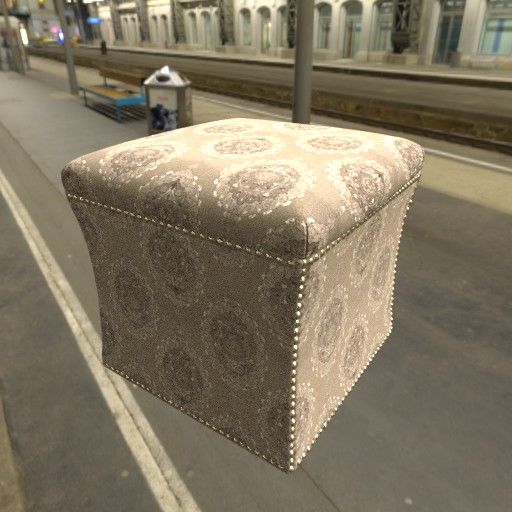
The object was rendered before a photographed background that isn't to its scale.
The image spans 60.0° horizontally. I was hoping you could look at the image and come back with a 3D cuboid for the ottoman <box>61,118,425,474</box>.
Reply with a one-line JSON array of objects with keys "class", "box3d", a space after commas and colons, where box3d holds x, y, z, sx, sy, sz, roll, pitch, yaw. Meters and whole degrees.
[{"class": "ottoman", "box3d": [0.000, 0.000, 0.894, 0.497, 0.473, 0.507, 17, 31, 31]}]
